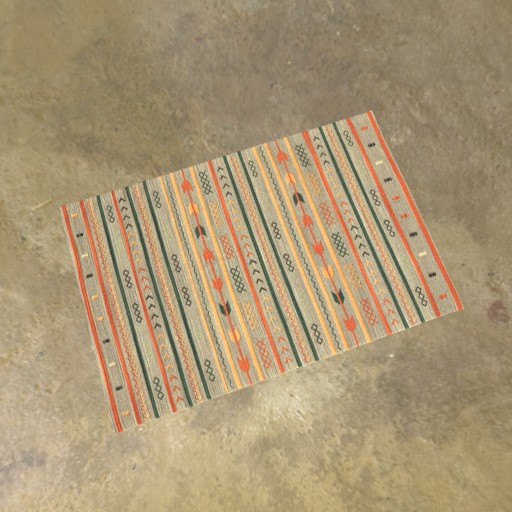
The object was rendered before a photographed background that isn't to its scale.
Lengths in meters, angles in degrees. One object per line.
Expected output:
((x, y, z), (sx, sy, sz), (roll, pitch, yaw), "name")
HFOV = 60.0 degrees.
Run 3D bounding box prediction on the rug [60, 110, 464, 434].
((0.000, 0.000, 2.329), (1.835, 0.017, 1.220), (-18, 75, -5), "rug")
